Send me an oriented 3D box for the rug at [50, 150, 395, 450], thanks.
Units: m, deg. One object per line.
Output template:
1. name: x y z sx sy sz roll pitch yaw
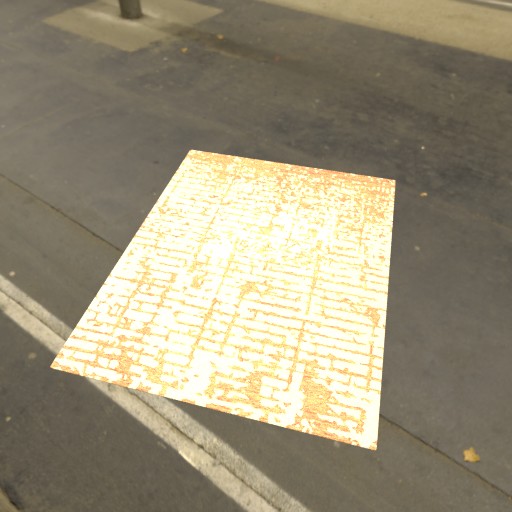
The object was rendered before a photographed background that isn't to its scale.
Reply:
1. rug: 0.000 0.000 4.167 2.441 0.011 3.050 11 47 10
